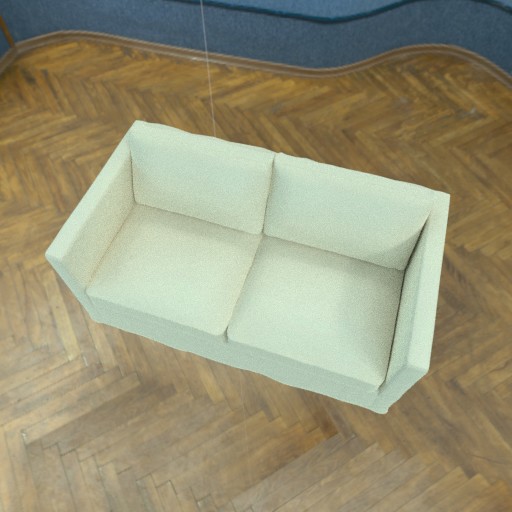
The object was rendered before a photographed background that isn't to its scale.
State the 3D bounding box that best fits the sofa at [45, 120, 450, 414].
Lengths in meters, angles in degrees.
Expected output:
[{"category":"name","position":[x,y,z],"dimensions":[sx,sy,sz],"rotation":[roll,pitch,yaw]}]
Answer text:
[{"category":"sofa","position":[0.000,0.000,2.327],"dimensions":[1.746,0.834,0.962],"rotation":[16,60,9]}]
